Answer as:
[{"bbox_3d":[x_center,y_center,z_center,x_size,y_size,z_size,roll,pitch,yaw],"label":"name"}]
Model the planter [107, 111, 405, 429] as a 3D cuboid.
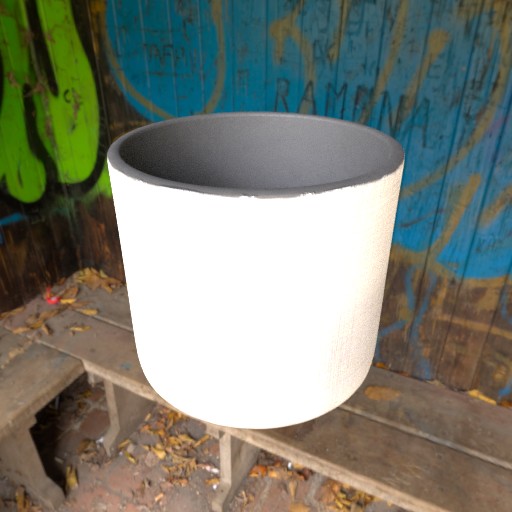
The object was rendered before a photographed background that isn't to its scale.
[{"bbox_3d":[0.000,0.000,0.384,0.221,0.201,0.221,0,29,0],"label":"planter"}]
